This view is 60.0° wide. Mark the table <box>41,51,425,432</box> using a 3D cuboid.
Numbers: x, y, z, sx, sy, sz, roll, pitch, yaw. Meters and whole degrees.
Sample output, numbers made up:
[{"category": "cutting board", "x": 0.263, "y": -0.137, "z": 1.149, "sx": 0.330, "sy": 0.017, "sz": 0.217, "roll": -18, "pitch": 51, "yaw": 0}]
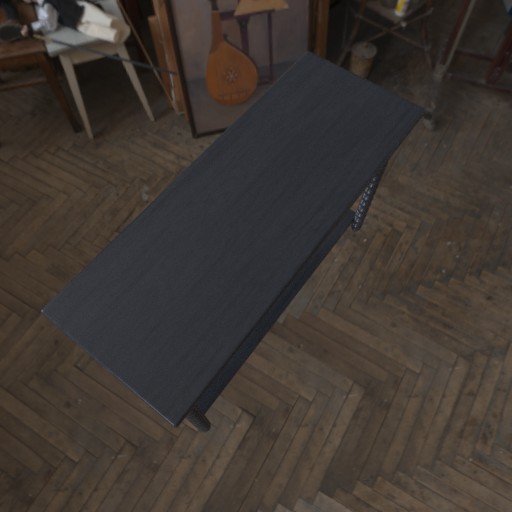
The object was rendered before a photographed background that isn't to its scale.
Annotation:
[{"category": "table", "x": 0.000, "y": 0.000, "z": 1.570, "sx": 0.459, "sy": 0.735, "sz": 1.184, "roll": 34, "pitch": 68, "yaw": 16}]
